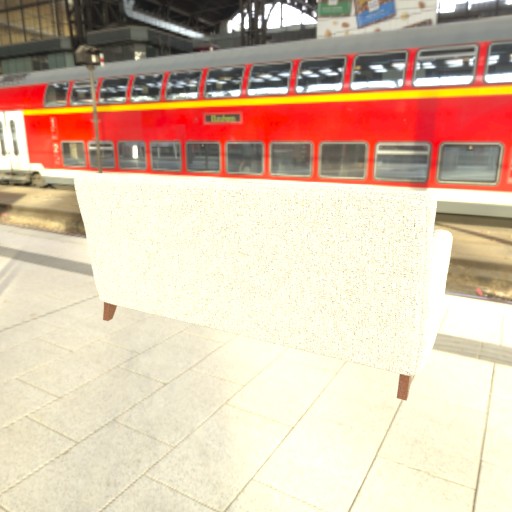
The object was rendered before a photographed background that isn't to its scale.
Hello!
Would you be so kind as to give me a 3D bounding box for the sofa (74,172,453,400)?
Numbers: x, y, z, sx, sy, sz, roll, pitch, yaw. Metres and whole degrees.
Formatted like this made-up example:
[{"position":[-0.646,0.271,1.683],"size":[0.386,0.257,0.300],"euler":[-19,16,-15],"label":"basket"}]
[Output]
[{"position":[0.000,0.000,2.586],"size":[2.026,0.942,0.854],"euler":[8,17,28],"label":"sofa"}]
